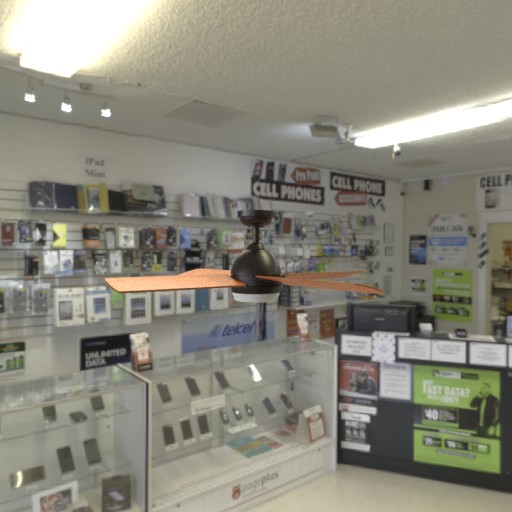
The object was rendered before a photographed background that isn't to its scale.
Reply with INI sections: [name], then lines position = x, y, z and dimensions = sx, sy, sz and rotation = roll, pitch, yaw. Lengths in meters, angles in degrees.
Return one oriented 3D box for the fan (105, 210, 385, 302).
[fan]
position = 0.000, 0.000, 2.009
dimensions = 1.332, 0.403, 1.332
rotation = -1, 1, -36
